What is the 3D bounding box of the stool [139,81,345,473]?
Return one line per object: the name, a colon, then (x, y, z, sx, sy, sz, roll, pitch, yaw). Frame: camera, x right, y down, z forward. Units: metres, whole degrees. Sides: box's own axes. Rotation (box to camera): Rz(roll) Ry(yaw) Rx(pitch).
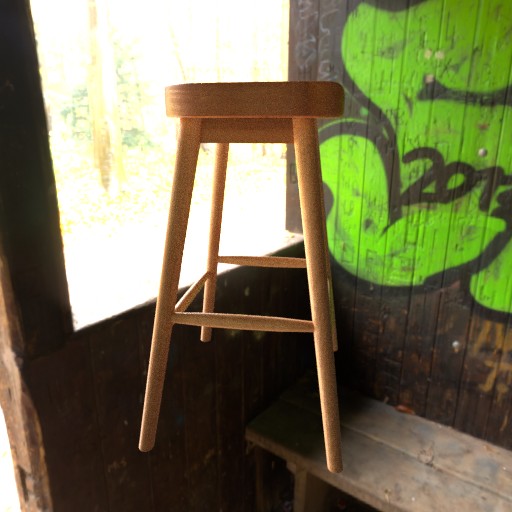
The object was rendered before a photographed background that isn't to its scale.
stool: (0.000, 0.000, 0.879, 0.361, 0.615, 0.440, 3, 17, 8)
